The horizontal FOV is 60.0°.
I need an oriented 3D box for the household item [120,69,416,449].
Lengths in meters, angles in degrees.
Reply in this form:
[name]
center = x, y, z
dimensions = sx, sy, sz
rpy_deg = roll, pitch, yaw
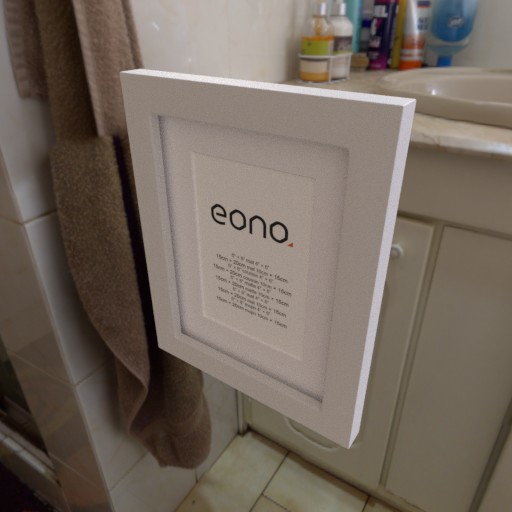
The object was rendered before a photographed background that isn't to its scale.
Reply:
[household item]
center = 0.000, 0.000, 0.336
dimensions = 0.200, 0.250, 0.045
rpy_deg = 19, 35, 29
